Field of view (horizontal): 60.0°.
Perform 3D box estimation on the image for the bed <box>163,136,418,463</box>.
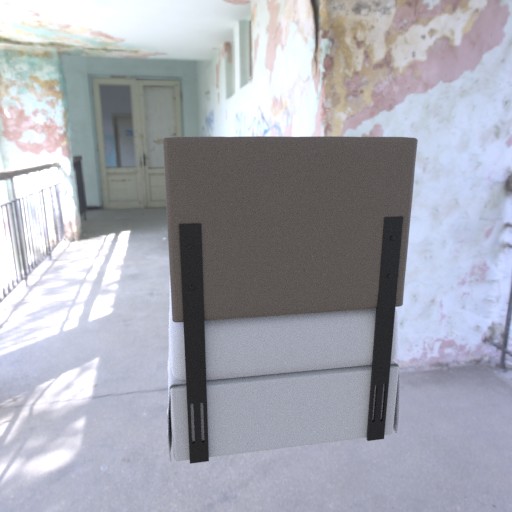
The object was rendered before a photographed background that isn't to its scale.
[{"bbox_3d":[0.000,0.000,3.028,1.261,1.571,1.997,-3,15,-10],"label":"bed"}]
